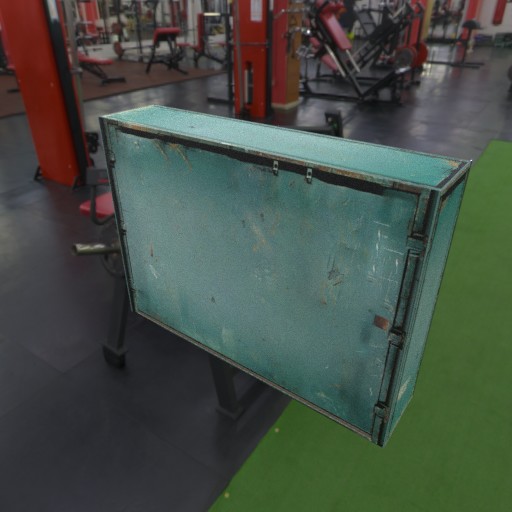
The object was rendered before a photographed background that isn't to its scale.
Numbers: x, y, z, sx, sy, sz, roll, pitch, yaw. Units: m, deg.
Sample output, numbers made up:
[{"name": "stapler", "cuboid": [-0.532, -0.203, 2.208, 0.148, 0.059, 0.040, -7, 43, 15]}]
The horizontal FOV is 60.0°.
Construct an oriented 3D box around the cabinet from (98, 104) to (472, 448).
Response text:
[{"name": "cabinet", "cuboid": [0.000, 0.000, 3.956, 3.001, 2.160, 0.680, 20, 36, 31]}]
